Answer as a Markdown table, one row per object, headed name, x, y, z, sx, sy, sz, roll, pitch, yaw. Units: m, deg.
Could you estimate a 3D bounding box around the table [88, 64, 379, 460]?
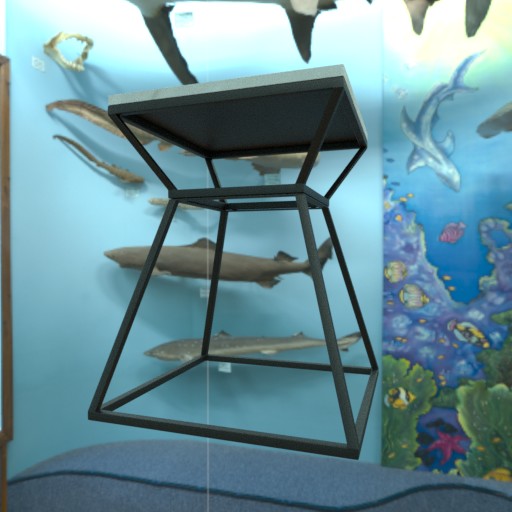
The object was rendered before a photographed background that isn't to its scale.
| name | x | y | z | sx | sy | sz | roll | pitch | yaw |
| --- | --- | --- | --- | --- | --- | --- | --- | --- | --- |
| table | 0.000 | 0.000 | 0.897 | 0.455 | 0.559 | 0.455 | 0 | 1 | 19 |
